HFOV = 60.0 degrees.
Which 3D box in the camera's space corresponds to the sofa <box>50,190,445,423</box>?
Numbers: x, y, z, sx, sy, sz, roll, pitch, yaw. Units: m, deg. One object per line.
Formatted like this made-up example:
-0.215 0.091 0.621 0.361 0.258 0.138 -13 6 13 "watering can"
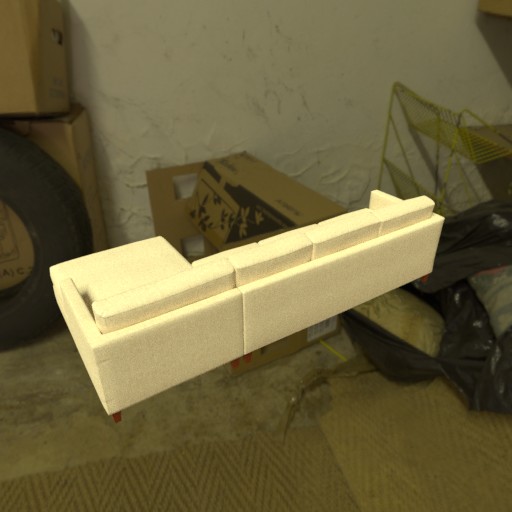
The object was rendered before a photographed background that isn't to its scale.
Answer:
0.000 0.000 4.251 3.471 0.954 1.603 -18 35 -28 "sofa"
